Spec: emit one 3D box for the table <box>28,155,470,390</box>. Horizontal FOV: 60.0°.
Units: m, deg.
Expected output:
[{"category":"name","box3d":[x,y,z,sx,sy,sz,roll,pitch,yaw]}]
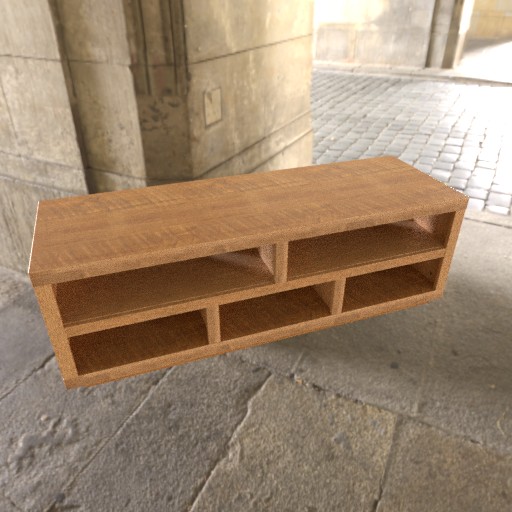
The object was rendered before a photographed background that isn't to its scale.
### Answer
[{"category":"table","box3d":[0.000,0.000,1.753,1.499,0.491,0.499,-11,33,-17]}]
